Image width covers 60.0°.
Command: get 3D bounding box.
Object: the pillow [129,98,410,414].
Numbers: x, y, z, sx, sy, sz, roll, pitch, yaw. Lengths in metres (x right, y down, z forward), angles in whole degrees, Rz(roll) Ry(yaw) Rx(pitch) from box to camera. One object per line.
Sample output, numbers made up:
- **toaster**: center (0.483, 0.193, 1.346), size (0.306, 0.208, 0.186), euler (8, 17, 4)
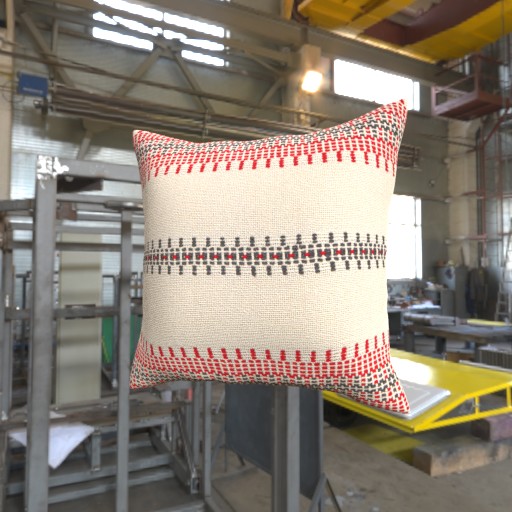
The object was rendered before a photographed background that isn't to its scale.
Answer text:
- **pillow**: center (0.000, 0.000, 0.702), size (0.463, 0.454, 0.160), euler (-1, -2, 18)
